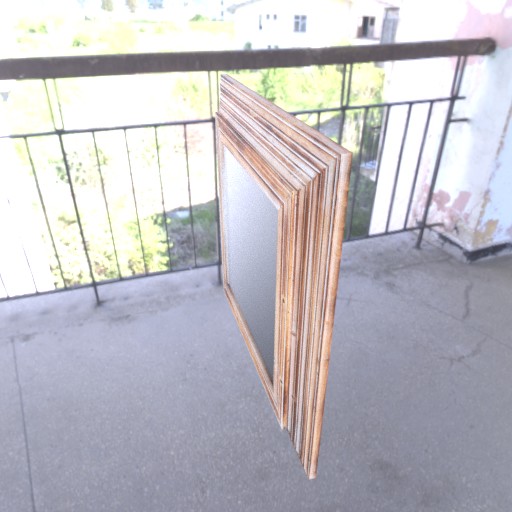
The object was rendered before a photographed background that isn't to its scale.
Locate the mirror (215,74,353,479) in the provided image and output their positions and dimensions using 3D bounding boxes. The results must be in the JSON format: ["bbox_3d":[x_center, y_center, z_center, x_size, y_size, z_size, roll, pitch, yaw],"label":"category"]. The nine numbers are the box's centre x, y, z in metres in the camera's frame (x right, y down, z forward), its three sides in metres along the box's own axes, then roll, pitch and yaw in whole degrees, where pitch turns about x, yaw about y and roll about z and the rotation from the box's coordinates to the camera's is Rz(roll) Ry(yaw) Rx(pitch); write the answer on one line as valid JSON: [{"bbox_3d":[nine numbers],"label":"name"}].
[{"bbox_3d":[0.000,0.000,1.195,0.061,0.804,0.804,-9,32,-14],"label":"mirror"}]
